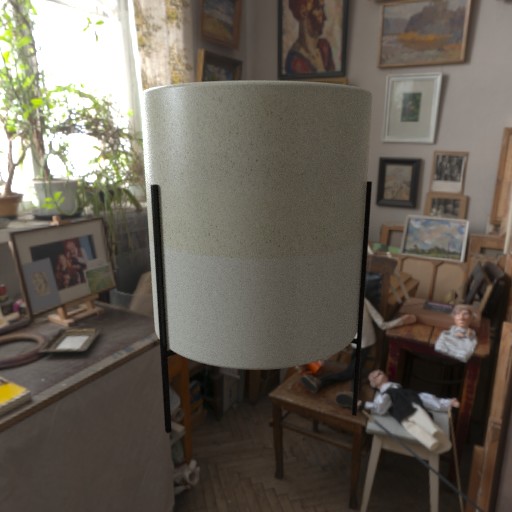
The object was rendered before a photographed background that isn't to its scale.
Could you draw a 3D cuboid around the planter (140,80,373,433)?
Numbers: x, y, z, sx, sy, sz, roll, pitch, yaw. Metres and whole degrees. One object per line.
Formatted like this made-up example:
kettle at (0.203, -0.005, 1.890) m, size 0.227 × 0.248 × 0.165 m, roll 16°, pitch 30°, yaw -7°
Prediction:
planter at (0.000, 0.000, 0.701) m, size 0.324 × 0.483 × 0.333 m, roll -2°, pitch 15°, yaw -8°
